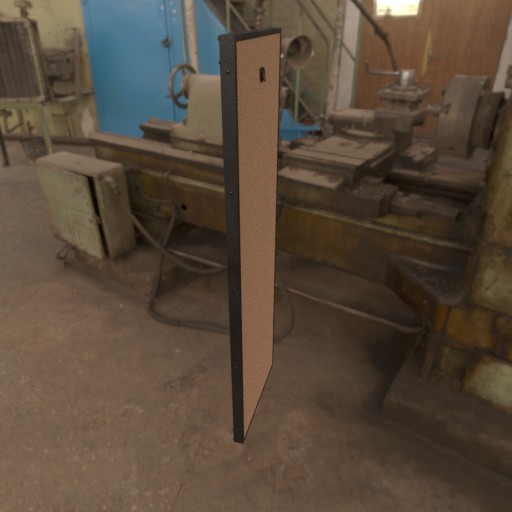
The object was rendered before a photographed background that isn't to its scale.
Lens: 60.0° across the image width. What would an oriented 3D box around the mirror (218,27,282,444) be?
[{"bbox_3d":[0.000,0.000,1.185,0.042,1.080,0.354,8,30,14],"label":"mirror"}]
